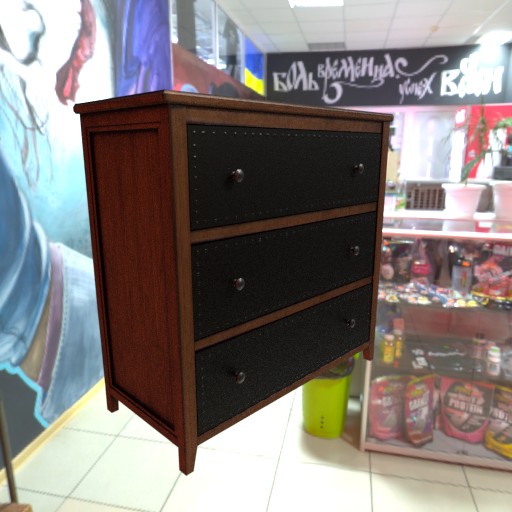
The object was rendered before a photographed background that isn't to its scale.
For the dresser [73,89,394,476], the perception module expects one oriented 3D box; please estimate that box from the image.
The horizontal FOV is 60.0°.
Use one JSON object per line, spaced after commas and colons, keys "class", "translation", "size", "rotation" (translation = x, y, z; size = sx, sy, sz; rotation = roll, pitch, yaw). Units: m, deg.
{"class": "dresser", "translation": [0.000, 0.000, 1.943], "size": [0.591, 1.224, 1.250], "rotation": [13, 19, 43]}
